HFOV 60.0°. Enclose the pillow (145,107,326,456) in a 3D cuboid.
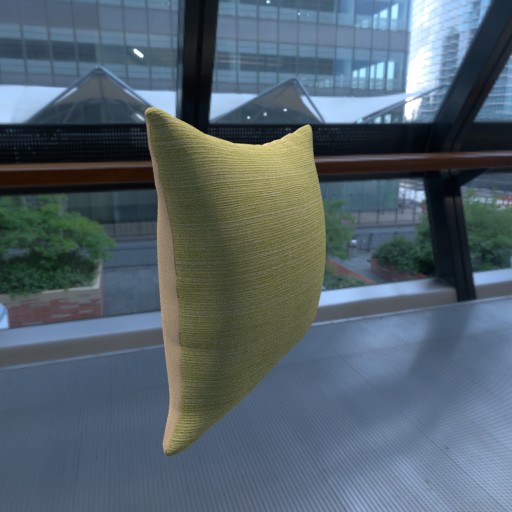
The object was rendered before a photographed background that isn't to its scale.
[{"bbox_3d":[0.000,0.000,0.817,0.229,0.487,0.560,7,15,26],"label":"pillow"}]
